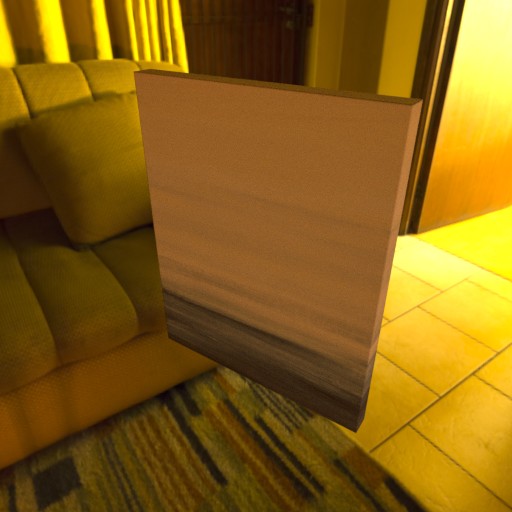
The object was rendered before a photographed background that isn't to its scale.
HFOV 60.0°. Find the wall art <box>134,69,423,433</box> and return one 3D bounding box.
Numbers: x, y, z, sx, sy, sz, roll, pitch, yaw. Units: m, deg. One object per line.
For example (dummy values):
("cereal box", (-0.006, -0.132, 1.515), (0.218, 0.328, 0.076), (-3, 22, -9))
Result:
("wall art", (0.000, 0.000, 0.826), (0.489, 0.608, 0.040), (19, 35, 29))
